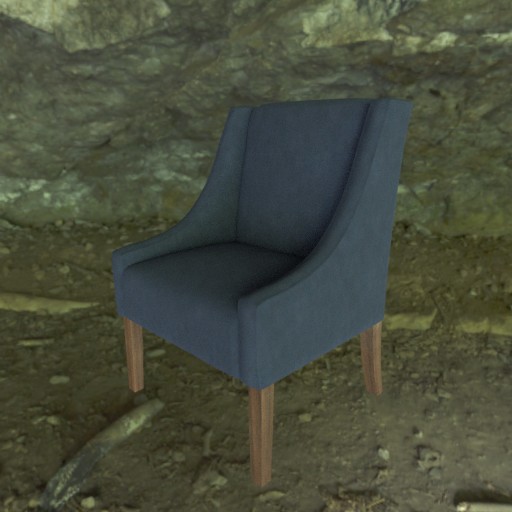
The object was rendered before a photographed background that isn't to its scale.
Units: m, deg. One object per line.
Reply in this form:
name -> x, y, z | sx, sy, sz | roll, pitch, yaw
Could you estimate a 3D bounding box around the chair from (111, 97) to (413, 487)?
chair -> 0.000, 0.000, 1.317 | 0.629, 0.895, 0.629 | 15, 21, 43
